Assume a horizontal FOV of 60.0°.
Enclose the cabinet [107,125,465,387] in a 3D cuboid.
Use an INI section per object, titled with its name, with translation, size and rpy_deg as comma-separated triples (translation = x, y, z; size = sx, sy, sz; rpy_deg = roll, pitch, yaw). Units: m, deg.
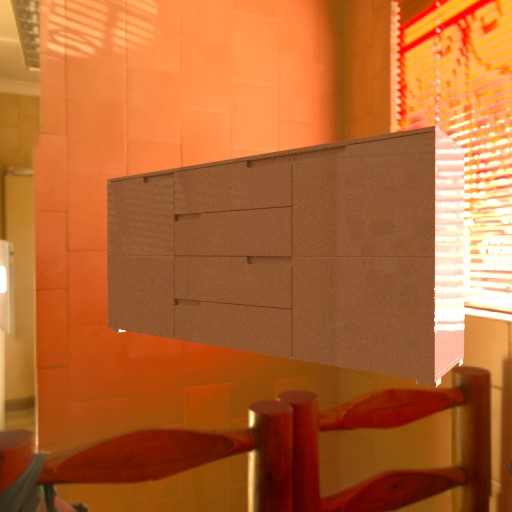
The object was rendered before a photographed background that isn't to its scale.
[cabinet]
translation = 0.000, 0.000, 1.995
size = 1.650, 0.800, 0.400
rpy_deg = 0, 1, 37
